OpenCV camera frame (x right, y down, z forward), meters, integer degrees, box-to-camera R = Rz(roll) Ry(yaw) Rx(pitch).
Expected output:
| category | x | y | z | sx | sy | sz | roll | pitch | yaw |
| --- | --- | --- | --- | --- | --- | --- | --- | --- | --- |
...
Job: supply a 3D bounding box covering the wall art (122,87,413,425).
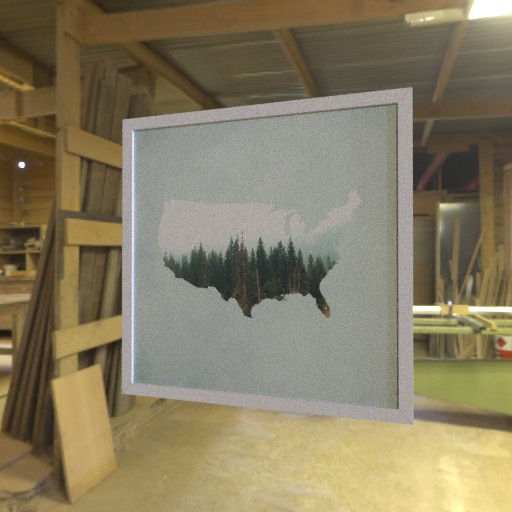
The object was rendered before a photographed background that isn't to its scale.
| category | x | y | z | sx | sy | sz | roll | pitch | yaw |
| --- | --- | --- | --- | --- | --- | --- | --- | --- | --- |
| wall art | 0.000 | 0.000 | 0.764 | 0.509 | 0.509 | 0.040 | 0 | -1 | 18 |
